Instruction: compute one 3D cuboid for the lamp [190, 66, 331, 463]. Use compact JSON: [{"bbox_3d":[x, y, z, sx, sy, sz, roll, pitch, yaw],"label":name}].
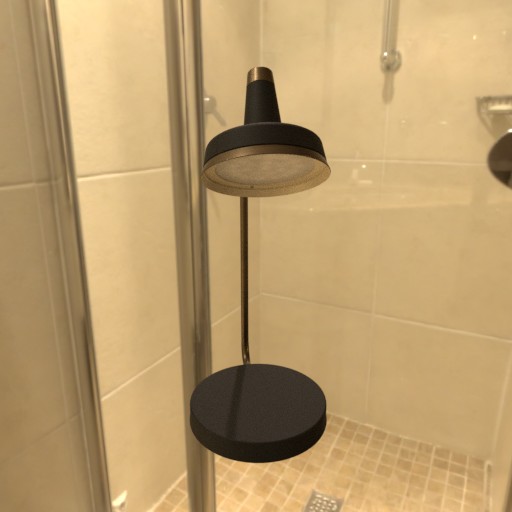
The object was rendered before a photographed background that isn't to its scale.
[{"bbox_3d":[0.000,0.000,0.492,0.162,0.385,0.218,-2,16,-9],"label":"lamp"}]
